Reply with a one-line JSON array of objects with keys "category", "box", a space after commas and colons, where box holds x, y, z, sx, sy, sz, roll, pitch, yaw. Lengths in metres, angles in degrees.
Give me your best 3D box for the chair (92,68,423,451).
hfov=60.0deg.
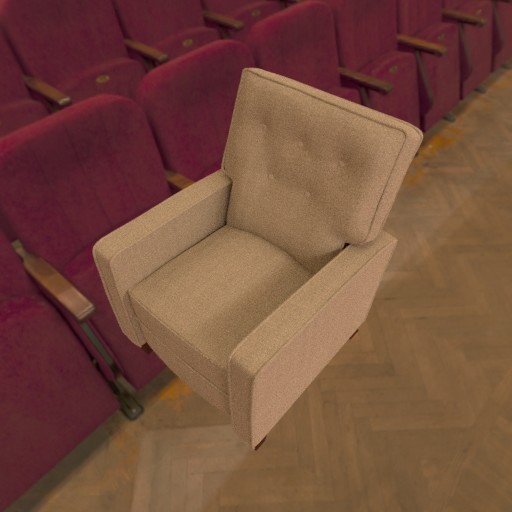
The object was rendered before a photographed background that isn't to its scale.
[{"category": "chair", "box": [0.000, 0.000, 1.413, 0.648, 0.888, 0.754, 32, 54, 27]}]
